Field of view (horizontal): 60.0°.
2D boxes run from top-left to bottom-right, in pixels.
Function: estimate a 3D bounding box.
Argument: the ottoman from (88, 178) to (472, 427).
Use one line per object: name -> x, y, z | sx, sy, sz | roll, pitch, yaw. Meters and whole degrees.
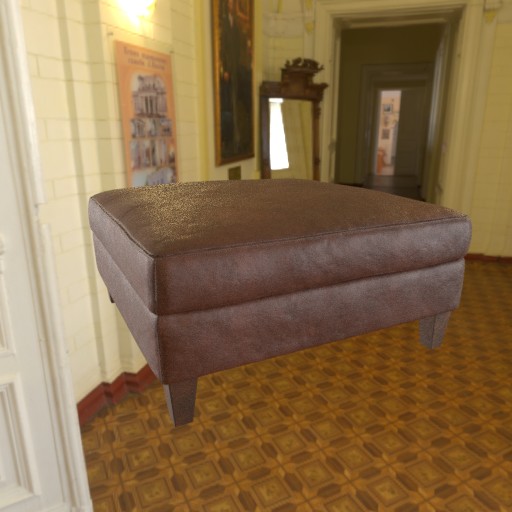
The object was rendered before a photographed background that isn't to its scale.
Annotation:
ottoman -> 0.000, 0.000, 1.310 | 0.836, 0.415, 0.844 | -8, 18, -26
